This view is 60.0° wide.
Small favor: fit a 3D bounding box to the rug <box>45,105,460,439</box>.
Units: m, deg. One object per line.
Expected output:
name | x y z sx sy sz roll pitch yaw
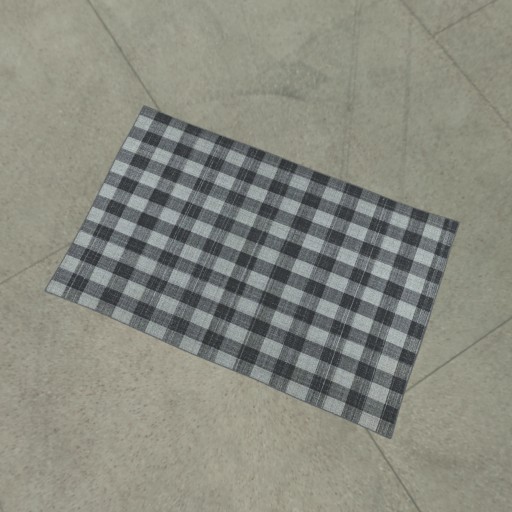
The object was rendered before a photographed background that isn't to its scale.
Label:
rug | 0.000 0.000 3.068 2.476 0.011 1.554 22 77 5
